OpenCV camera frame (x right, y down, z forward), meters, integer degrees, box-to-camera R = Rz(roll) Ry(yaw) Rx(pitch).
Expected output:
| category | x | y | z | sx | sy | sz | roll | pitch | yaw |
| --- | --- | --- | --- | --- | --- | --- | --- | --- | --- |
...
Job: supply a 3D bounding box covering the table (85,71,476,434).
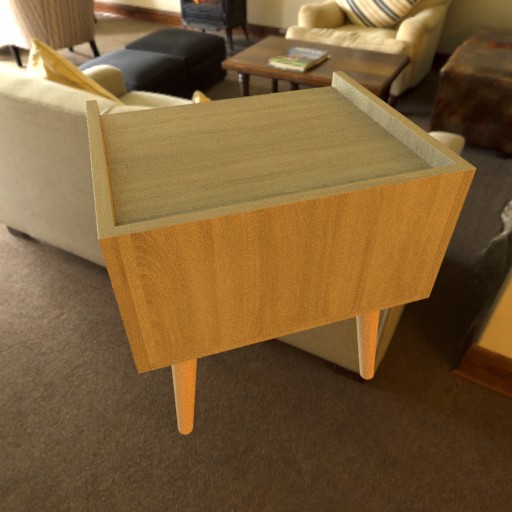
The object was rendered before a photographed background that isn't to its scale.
| category | x | y | z | sx | sy | sz | roll | pitch | yaw |
| --- | --- | --- | --- | --- | --- | --- | --- | --- | --- |
| table | 0.000 | 0.000 | 0.779 | 0.450 | 0.470 | 0.370 | -12 | 42 | -14 |
